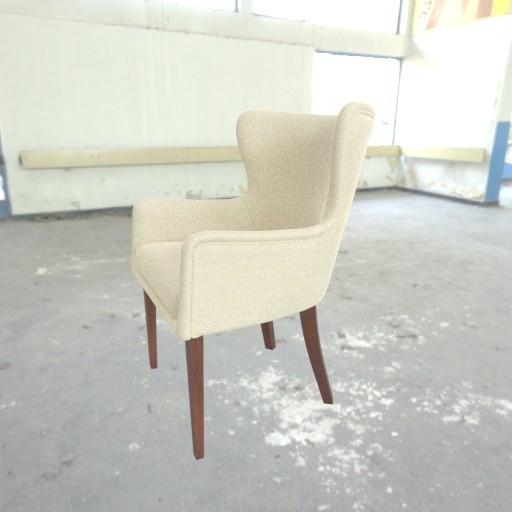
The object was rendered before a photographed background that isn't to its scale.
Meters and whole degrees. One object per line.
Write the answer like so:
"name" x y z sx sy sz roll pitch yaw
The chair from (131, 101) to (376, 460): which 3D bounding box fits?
"chair" 0.000 0.000 1.530 0.744 0.990 0.696 -8 18 -25
